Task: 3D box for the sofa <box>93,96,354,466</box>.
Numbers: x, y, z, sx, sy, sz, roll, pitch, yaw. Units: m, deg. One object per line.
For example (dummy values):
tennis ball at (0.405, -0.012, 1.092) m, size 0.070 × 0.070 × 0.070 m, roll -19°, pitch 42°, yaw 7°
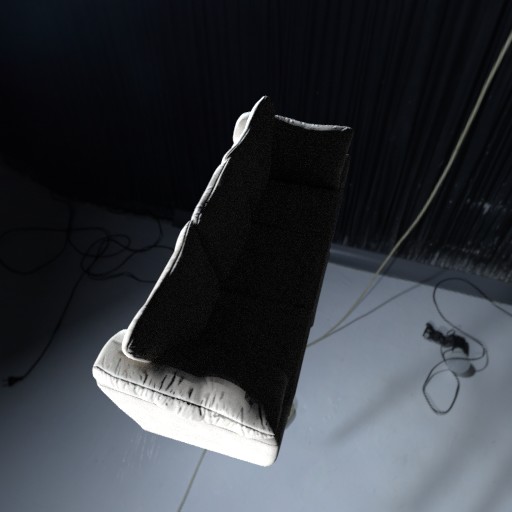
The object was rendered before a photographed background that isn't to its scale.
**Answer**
sofa at (0.000, 0.000, 2.773) m, size 0.878 × 0.996 × 2.334 m, roll 12°, pitch 49°, yaw 11°
